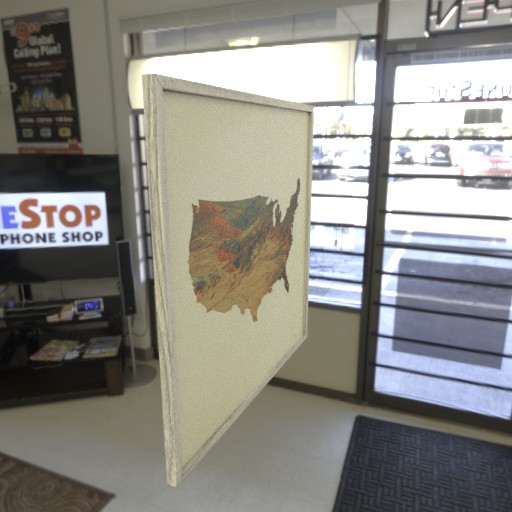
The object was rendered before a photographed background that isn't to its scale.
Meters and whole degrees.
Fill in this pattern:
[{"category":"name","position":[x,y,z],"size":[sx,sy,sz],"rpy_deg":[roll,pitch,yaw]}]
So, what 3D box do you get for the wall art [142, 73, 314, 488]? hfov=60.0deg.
[{"category":"wall art","position":[0.000,0.000,0.740],"size":[0.016,0.507,0.508],"rpy_deg":[7,16,25]}]
